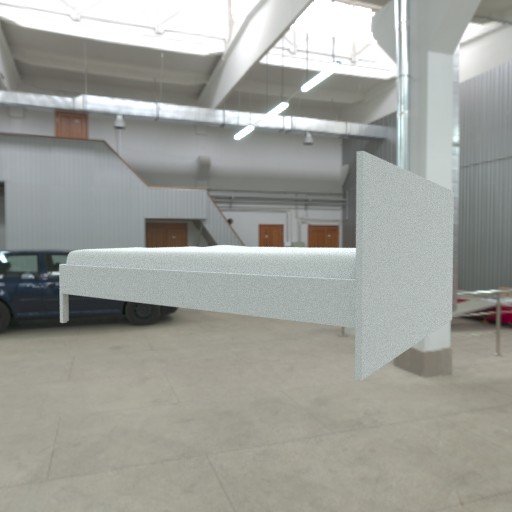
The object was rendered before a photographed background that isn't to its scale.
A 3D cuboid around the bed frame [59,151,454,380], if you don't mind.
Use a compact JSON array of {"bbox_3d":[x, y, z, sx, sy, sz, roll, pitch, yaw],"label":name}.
[{"bbox_3d":[0.000,0.000,2.711,1.950,0.800,1.490,1,2,35],"label":"bed frame"}]
